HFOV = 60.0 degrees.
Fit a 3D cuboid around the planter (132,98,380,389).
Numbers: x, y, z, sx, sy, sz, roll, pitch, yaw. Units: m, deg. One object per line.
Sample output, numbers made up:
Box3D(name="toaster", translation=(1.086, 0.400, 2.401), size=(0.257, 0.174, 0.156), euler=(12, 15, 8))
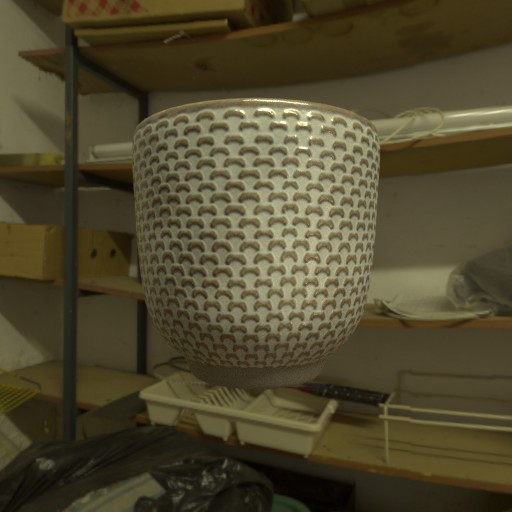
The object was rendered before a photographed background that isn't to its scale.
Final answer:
Box3D(name="planter", translation=(0.000, 0.000, 0.364), size=(0.197, 0.191, 0.197), euler=(0, -1, 0))
